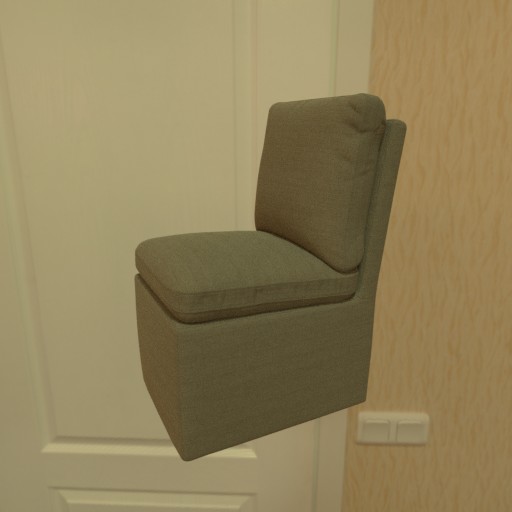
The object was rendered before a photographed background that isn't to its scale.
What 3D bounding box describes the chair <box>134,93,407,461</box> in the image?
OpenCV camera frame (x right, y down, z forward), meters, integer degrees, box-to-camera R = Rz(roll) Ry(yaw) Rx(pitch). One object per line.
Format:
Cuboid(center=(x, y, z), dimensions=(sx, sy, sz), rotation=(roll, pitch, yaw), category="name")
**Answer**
Cuboid(center=(0.000, 0.000, 1.363), dimensions=(0.698, 0.927, 0.503), rotation=(-8, 18, -26), category="chair")
